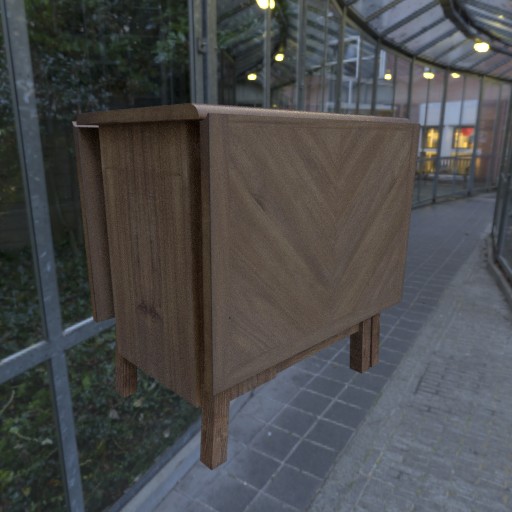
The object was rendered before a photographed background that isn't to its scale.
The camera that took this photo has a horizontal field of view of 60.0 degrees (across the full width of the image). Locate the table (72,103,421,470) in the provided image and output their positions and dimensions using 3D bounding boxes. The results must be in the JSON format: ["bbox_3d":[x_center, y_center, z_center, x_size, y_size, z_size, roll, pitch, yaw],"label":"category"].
[{"bbox_3d":[0.000,0.000,1.626,0.967,0.981,0.701,-14,20,-43],"label":"table"}]
